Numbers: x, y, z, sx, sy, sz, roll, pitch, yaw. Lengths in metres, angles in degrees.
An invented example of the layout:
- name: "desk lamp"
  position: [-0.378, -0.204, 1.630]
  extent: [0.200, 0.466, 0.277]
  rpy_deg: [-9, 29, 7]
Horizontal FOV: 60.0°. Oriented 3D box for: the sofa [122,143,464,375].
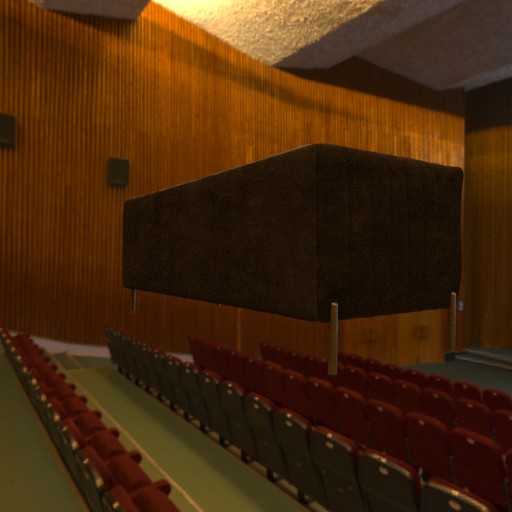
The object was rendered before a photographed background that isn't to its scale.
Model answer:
- name: "sofa"
  position: [0.000, 0.000, 2.445]
  extent: [0.876, 0.780, 1.980]
  rpy_deg: [0, 0, -35]
